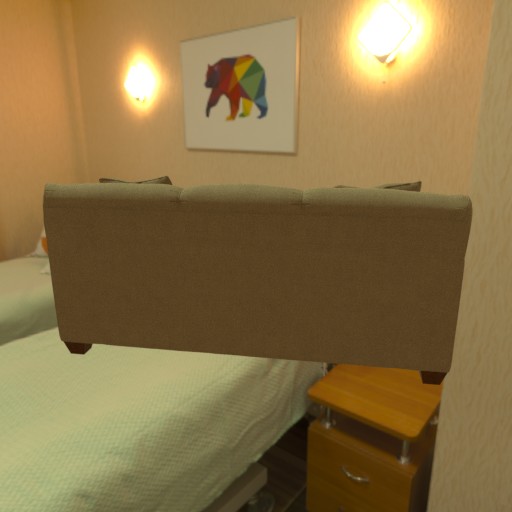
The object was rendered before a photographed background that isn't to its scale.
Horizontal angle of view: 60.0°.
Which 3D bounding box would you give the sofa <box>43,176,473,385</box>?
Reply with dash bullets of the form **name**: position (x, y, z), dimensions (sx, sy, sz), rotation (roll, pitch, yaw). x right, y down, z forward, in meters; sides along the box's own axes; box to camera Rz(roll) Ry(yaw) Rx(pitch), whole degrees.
- **sofa**: position (0.000, 0.000, 2.584), dimensions (2.024, 0.958, 0.997), rotation (3, 16, 9)
